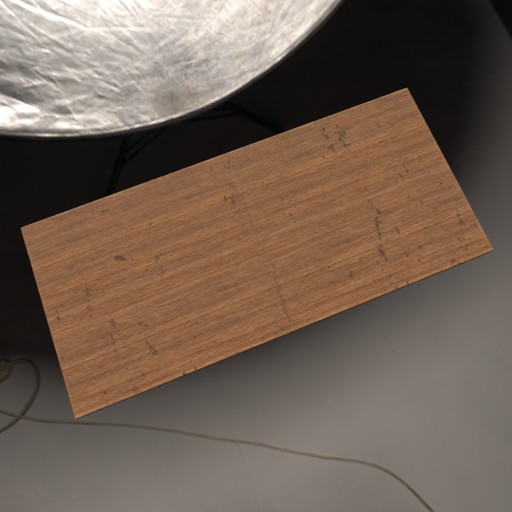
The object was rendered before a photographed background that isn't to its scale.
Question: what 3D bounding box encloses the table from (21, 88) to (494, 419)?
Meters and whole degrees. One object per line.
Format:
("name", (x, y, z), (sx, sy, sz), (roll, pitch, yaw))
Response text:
("table", (0.000, 0.000, 2.625), (2.200, 0.757, 1.000), (-21, 78, -5))
